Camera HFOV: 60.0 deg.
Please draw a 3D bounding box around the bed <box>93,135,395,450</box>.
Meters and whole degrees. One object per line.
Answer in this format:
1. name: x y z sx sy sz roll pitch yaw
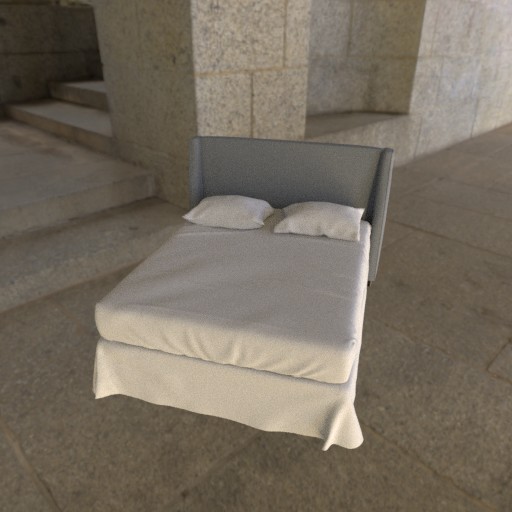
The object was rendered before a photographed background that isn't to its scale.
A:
1. bed: 0.000 0.000 3.488 1.925 1.332 2.276 7 28 14
